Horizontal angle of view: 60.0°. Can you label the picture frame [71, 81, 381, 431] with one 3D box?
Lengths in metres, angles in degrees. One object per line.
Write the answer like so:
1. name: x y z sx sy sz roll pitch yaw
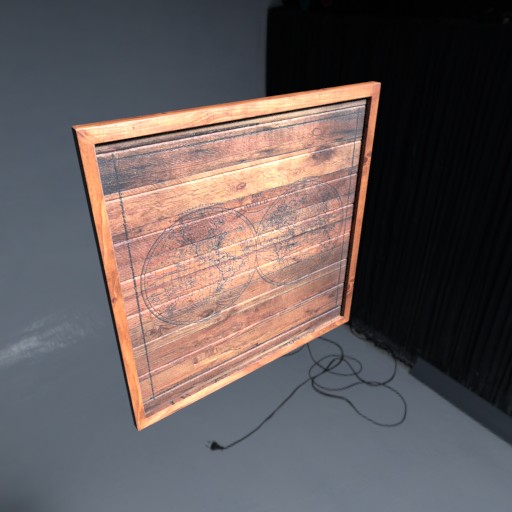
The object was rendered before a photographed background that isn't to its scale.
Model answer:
1. picture frame: 0.000 0.000 1.208 0.810 0.817 0.029 -20 36 -30
